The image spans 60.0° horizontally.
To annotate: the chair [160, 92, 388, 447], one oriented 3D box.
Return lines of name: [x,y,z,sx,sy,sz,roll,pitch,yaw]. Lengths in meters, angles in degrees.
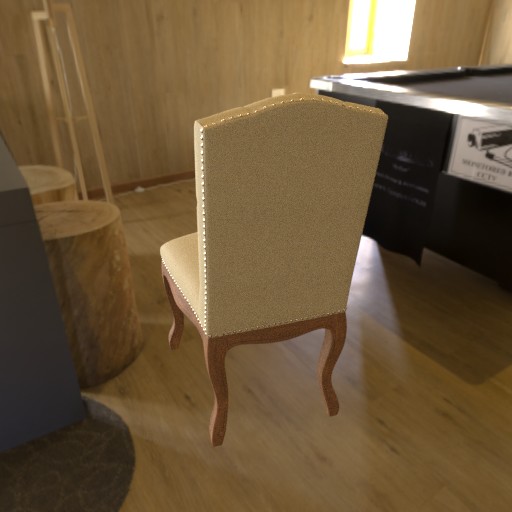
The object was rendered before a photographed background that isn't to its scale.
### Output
chair: [0.000,0.000,1.551,0.623,1.165,0.715,-8,29,-15]
